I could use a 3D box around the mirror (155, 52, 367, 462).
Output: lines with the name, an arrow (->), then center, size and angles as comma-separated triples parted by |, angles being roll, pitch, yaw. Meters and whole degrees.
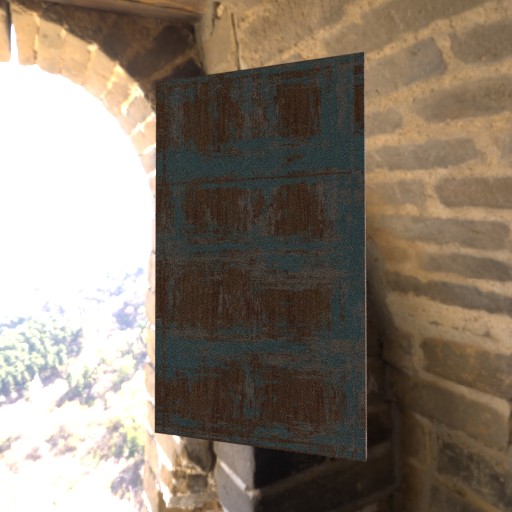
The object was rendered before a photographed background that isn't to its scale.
mirror -> 0.000, 0.000, 1.462 | 0.707, 1.213, 0.083 | 0, -1, 18
